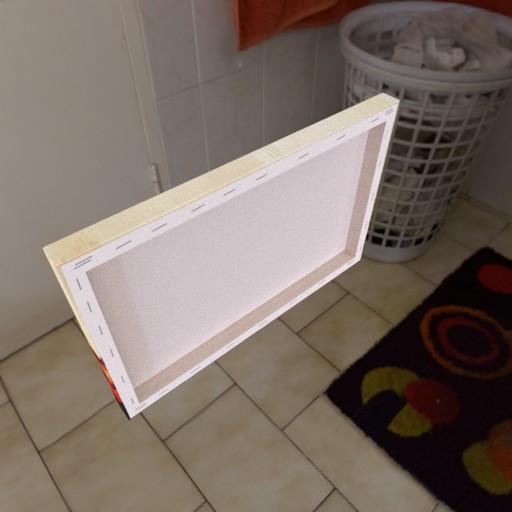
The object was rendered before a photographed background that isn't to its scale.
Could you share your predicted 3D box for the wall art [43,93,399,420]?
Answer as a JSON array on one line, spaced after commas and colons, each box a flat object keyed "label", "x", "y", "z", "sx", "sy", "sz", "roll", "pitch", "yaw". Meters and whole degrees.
[{"label": "wall art", "x": 0.000, "y": 0.000, "z": 0.784, "sx": 0.613, "sy": 0.402, "sz": 0.040, "roll": -31, "pitch": 53, "yaw": -26}]
